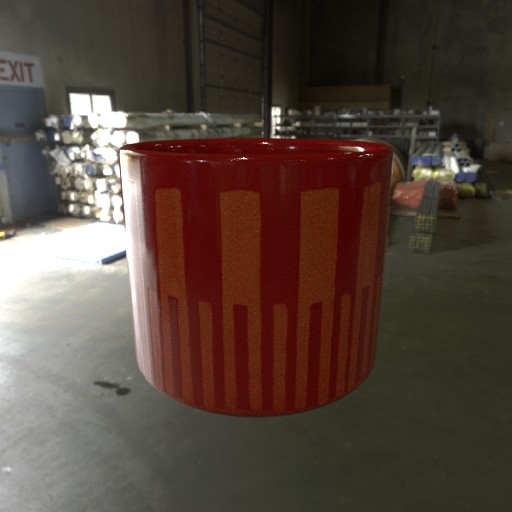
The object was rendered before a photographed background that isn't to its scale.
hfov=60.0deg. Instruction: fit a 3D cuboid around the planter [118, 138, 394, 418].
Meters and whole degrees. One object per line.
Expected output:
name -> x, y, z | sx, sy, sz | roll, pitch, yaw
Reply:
planter -> 0.000, 0.000, 0.412 | 0.230, 0.202, 0.230 | 0, 17, 0
